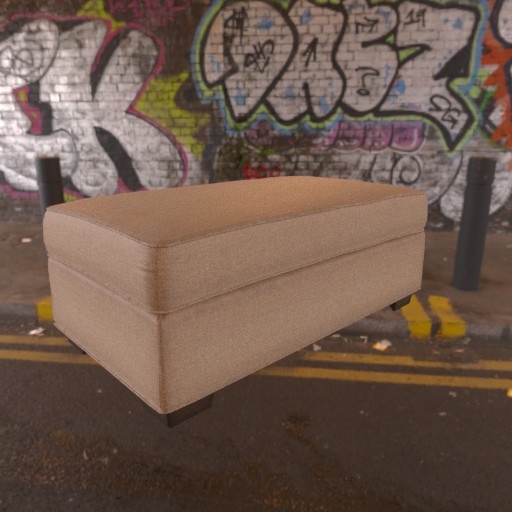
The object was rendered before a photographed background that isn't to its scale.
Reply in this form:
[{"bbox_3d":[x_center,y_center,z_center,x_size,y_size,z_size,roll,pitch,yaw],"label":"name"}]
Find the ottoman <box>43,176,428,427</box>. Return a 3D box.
[{"bbox_3d":[0.000,0.000,1.422,1.097,0.448,0.617,-15,22,-41],"label":"ottoman"}]
